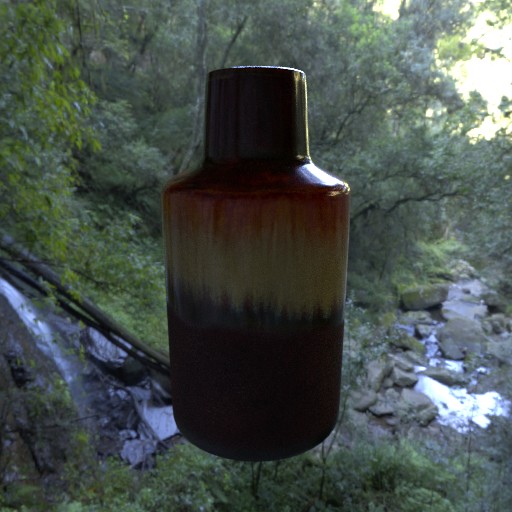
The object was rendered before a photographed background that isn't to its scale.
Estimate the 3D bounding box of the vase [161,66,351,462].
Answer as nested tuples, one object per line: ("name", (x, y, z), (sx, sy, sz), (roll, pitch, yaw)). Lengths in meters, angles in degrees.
("vase", (0.000, 0.000, 0.265), (0.108, 0.204, 0.108), (0, 15, 0))
